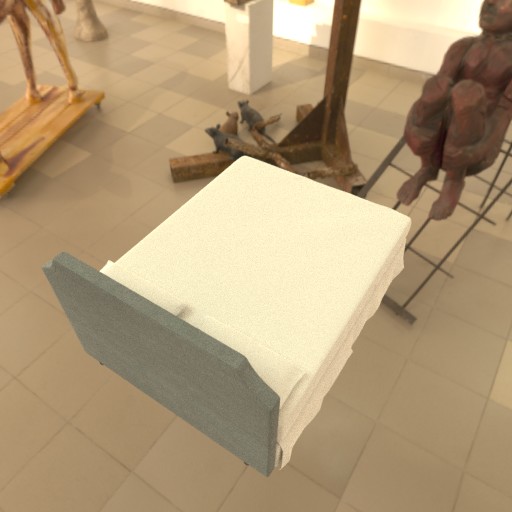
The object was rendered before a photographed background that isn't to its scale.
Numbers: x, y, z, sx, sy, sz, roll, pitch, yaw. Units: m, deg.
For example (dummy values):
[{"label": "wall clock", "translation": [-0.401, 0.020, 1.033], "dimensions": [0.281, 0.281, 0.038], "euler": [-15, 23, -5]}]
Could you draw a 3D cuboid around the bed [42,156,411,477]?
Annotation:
[{"label": "bed", "translation": [0.000, 0.000, 3.640], "dimensions": [1.977, 1.306, 2.464], "euler": [25, 51, 22]}]
